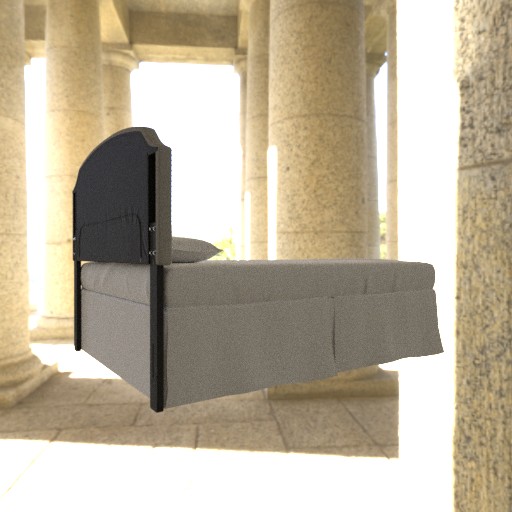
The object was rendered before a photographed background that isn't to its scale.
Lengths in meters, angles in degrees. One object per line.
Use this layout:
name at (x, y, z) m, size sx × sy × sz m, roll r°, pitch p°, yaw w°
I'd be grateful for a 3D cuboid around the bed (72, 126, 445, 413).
bed at (0.000, 0.000, 2.959) m, size 1.999 × 1.270 × 1.558 m, roll 0°, pitch 0°, yaw -35°
